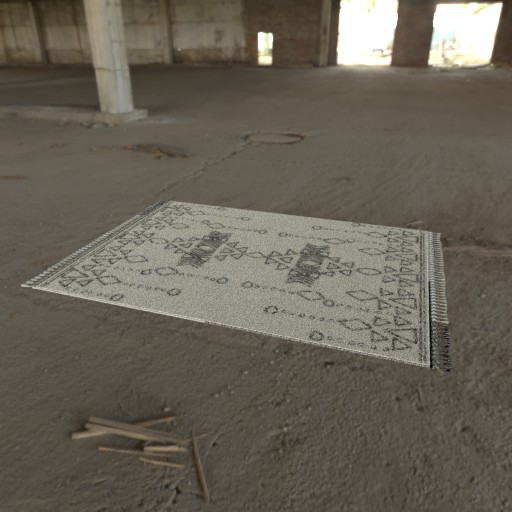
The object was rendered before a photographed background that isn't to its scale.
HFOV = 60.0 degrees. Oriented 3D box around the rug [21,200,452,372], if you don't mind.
[{"bbox_3d":[0.000,0.000,2.895,2.312,0.013,1.600,8,27,17],"label":"rug"}]
